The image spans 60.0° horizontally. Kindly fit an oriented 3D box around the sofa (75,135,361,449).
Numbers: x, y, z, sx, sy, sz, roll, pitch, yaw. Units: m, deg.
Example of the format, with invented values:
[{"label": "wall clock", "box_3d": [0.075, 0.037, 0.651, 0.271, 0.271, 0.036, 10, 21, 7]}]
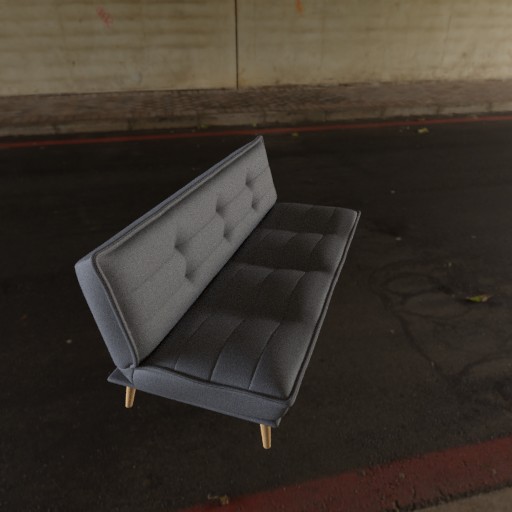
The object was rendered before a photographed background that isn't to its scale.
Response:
[{"label": "sofa", "box_3d": [0.000, 0.000, 2.520, 0.950, 0.890, 1.940, 9, 30, 17]}]
